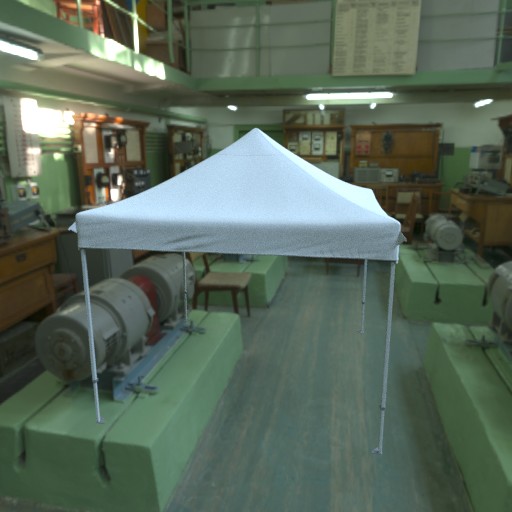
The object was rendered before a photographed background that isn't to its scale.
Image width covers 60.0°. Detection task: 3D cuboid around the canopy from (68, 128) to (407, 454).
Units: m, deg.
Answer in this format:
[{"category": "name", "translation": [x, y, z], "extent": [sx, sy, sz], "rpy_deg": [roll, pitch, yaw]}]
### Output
[{"category": "canopy", "translation": [0.000, 0.000, 5.400], "extent": [2.996, 2.998, 2.994], "rpy_deg": [2, 14, 9]}]
